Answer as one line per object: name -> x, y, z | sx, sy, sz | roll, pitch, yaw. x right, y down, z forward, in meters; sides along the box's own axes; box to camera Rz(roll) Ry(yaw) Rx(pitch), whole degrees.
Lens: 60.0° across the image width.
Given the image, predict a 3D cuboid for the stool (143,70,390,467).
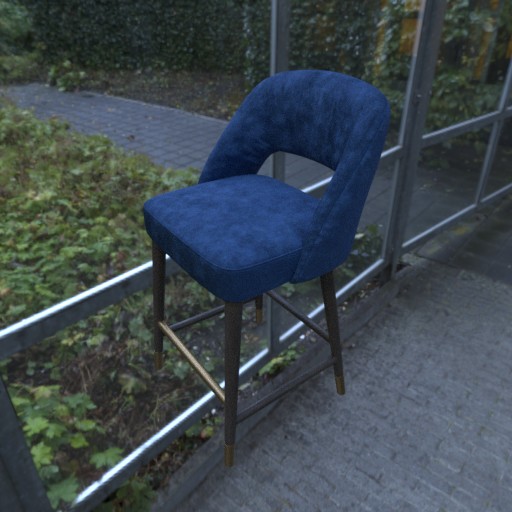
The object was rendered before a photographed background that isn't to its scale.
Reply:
stool -> 0.000, 0.000, 1.243 | 0.524, 0.925, 0.536 | -20, 36, -30
